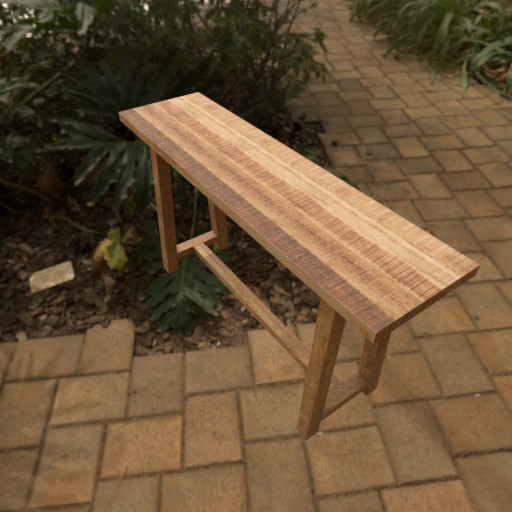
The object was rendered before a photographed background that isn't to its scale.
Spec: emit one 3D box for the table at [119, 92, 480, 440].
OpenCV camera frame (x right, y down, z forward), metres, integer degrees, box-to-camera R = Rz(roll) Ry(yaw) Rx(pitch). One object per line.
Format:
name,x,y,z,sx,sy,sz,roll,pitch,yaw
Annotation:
table,0.000,0.000,1.845,0.405,0.810,1.524,-25,47,-26
